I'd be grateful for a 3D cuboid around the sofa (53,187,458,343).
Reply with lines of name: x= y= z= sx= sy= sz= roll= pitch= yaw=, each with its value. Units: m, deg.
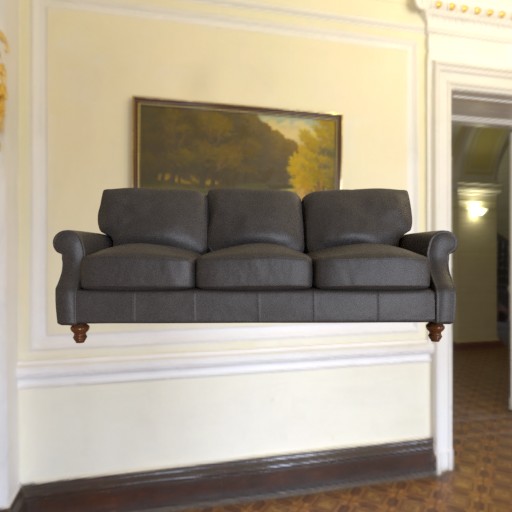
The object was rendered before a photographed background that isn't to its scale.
sofa: x=0.000 y=0.000 z=2.924 sx=2.387 sy=0.977 sz=0.974 roll=0 pitch=0 yaw=-1
